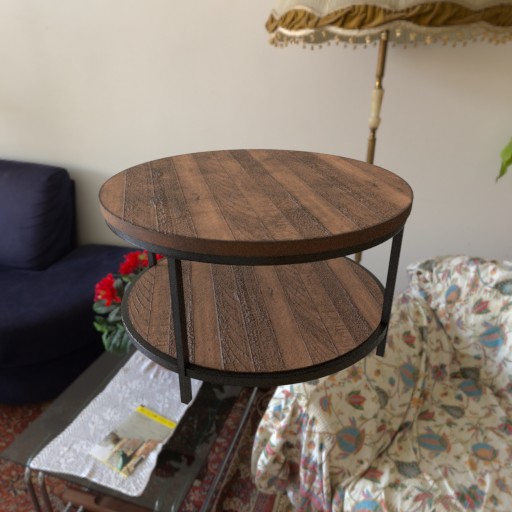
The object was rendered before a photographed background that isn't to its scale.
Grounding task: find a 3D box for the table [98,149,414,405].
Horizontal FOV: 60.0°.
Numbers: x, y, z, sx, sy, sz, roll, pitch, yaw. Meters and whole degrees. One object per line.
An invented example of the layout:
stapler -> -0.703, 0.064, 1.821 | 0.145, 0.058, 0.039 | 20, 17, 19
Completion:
table -> 0.000, 0.000, 1.336 | 0.837, 0.462, 0.837 | 0, 26, 0
